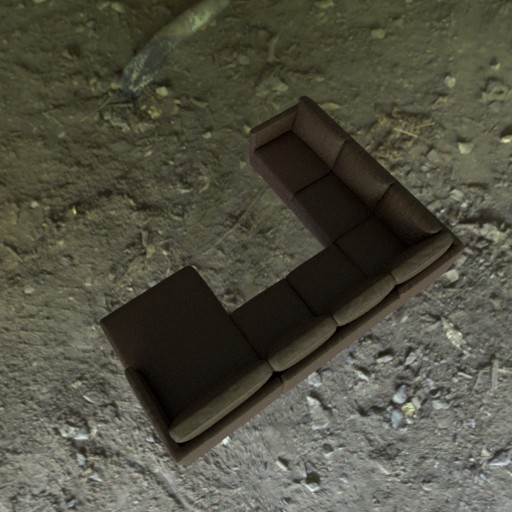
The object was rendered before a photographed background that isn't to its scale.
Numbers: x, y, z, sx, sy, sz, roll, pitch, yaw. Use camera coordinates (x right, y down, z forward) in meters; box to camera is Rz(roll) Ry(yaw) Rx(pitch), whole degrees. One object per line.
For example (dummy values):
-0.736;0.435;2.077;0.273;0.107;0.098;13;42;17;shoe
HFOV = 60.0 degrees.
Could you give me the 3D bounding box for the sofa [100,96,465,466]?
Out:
0.000;0.000;4.736;3.460;0.923;2.593;-33;68;-15;sofa
